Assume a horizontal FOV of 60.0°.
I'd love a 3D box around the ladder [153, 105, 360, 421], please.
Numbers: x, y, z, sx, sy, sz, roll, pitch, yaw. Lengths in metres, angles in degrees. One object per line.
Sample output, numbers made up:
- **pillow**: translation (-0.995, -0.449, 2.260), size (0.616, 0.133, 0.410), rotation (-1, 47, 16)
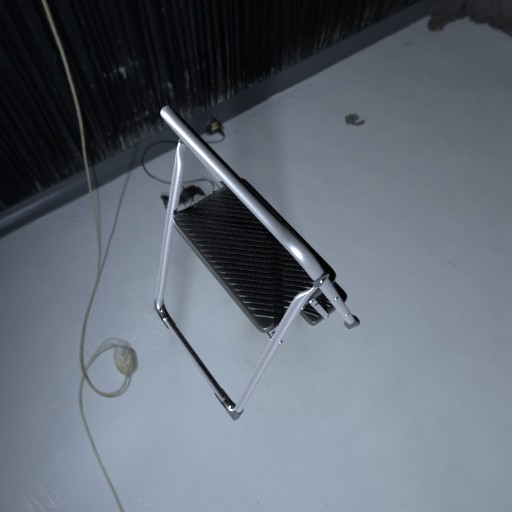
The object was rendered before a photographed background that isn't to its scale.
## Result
- **ladder**: translation (0.000, 0.000, 1.029), size (0.472, 0.720, 0.430), rotation (-34, 66, -18)
